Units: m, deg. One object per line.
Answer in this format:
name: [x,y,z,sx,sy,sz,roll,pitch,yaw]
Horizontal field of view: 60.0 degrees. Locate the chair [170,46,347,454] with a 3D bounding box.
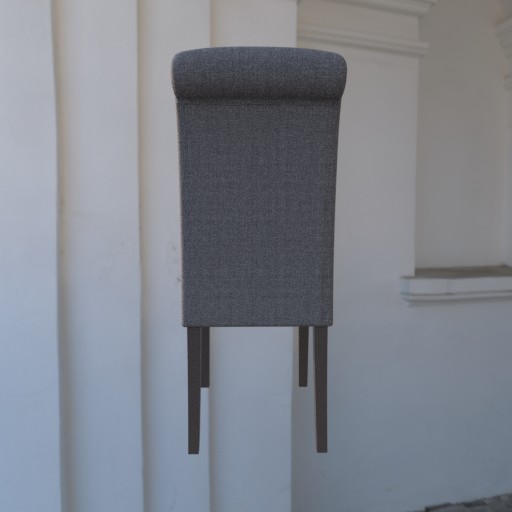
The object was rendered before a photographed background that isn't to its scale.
chair: [0.000,0.000,1.352,0.456,1.006,0.671,0,2,-1]
